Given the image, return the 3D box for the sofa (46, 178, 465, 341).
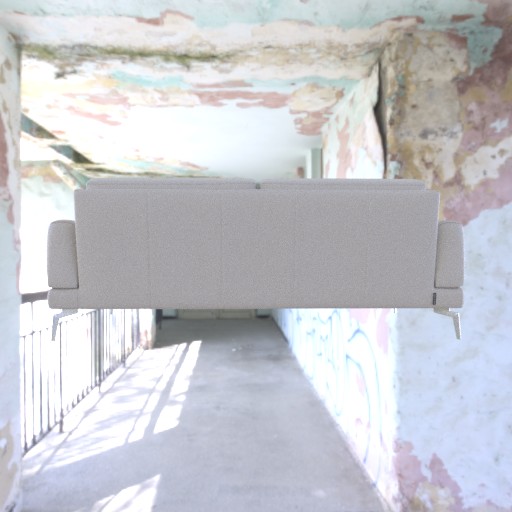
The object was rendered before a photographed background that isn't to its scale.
[{"bbox_3d":[0.000,0.000,2.440,1.940,0.765,0.974,0,0,-1],"label":"sofa"}]
